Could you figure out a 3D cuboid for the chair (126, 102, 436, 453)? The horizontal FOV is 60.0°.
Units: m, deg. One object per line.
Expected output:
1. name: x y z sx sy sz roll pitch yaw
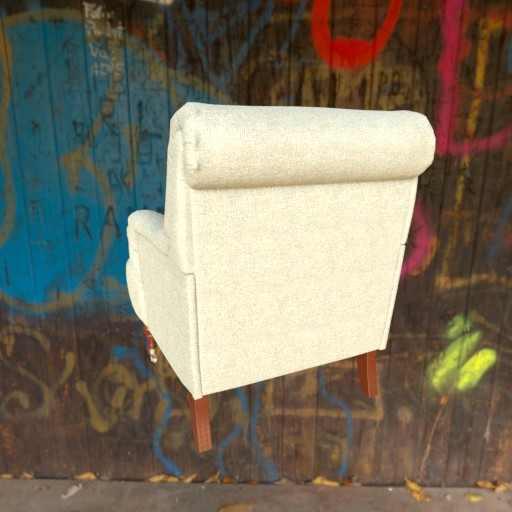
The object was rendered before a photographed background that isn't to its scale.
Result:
1. chair: 0.000 0.000 1.919 0.964 1.178 1.060 -7 16 -26
